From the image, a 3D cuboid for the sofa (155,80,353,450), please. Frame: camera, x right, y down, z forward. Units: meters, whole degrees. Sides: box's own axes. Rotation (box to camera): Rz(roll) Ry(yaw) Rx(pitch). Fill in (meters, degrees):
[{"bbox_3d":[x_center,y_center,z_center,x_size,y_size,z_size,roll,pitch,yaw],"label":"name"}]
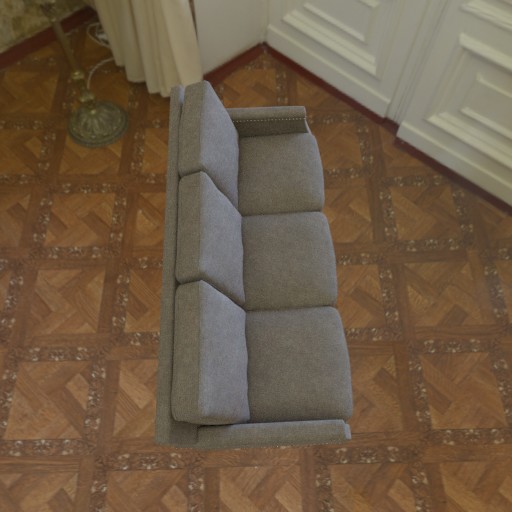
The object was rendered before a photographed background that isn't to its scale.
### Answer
[{"bbox_3d":[0.000,0.000,2.826,1.034,1.042,2.226,-3,65,-1],"label":"sofa"}]
